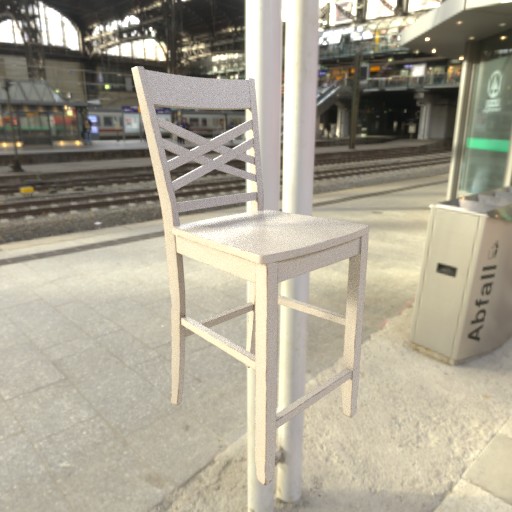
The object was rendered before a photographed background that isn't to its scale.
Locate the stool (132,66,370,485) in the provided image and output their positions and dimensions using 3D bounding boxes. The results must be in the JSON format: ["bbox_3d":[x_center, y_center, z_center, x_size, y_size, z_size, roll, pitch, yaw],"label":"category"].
[{"bbox_3d":[0.000,0.000,1.357,0.462,1.079,0.539,-16,22,-43],"label":"stool"}]
